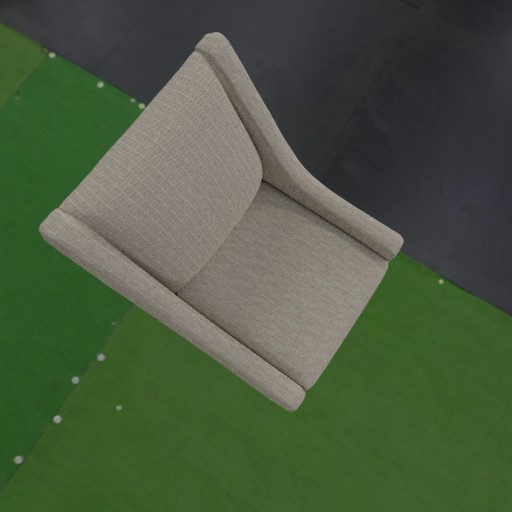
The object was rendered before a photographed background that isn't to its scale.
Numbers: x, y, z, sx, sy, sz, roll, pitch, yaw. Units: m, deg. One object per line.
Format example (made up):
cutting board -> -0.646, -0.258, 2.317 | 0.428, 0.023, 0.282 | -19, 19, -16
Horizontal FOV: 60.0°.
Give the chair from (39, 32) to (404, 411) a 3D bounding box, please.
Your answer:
chair -> 0.000, 0.000, 1.612 | 0.870, 1.014, 0.774 | 34, 78, 8
